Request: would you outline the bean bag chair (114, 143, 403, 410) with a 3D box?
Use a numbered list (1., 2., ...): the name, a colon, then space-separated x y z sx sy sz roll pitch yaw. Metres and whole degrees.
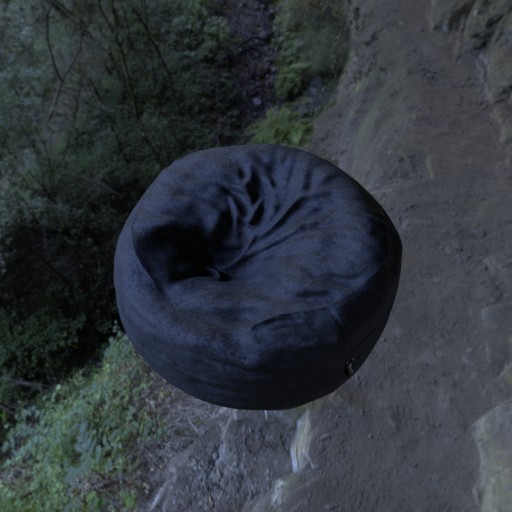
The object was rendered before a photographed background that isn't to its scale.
1. bean bag chair: 0.000 0.000 2.407 1.525 0.751 1.525 0 47 0
